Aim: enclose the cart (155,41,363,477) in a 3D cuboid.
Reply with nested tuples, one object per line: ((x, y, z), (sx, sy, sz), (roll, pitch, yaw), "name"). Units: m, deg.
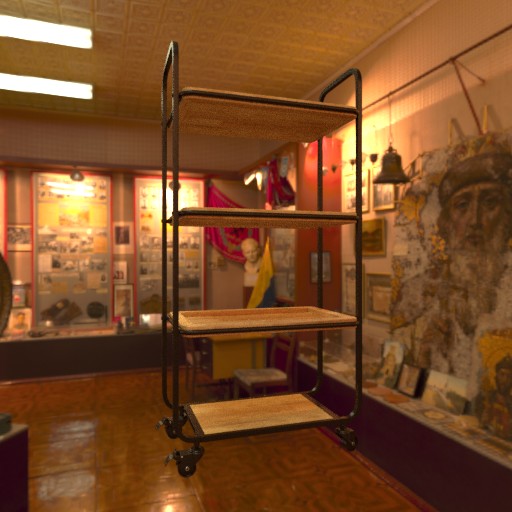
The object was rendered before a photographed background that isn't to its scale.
((0.000, 0.000, 1.274), (0.545, 1.080, 0.321), (0, 0, -18), "cart")
